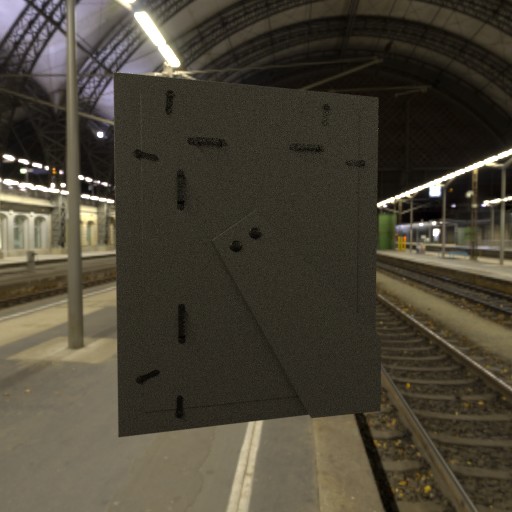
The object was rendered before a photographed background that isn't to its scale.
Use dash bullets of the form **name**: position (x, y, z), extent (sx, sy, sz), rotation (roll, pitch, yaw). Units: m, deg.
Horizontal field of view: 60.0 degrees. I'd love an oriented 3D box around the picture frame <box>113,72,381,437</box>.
- **picture frame**: position (0.000, 0.000, 0.510), extent (0.307, 0.383, 0.036), rotation (-1, 3, -16)
